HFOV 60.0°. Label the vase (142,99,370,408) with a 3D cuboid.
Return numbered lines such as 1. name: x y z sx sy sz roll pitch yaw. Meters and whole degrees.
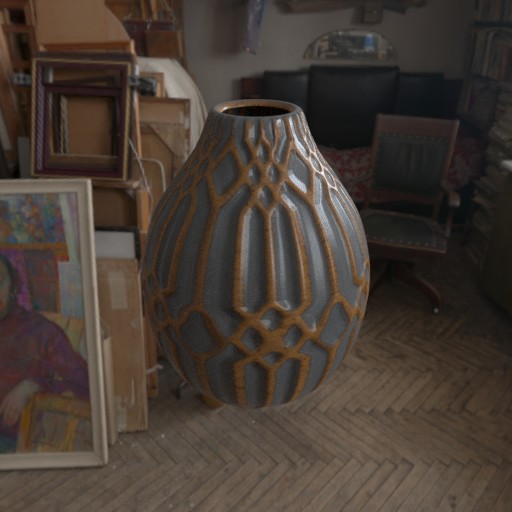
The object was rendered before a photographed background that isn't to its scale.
1. vase: 0.000 0.000 0.135 0.069 0.088 0.069 0 30 0
